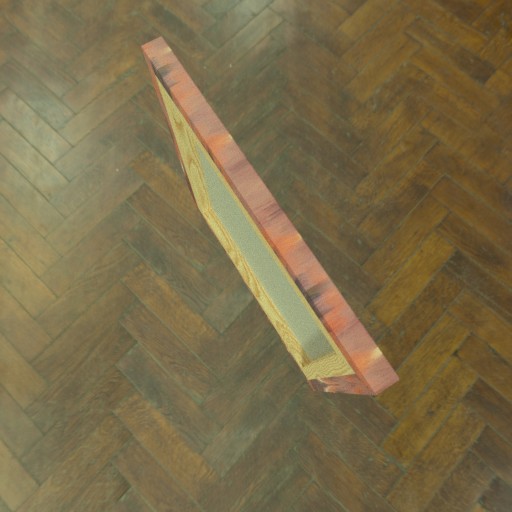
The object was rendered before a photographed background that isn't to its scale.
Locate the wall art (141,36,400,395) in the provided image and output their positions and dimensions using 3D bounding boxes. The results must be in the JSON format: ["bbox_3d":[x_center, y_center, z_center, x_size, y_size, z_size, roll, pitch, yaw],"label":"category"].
[{"bbox_3d":[0.000,0.000,0.900,0.037,0.609,0.603,-31,76,-9],"label":"wall art"}]
